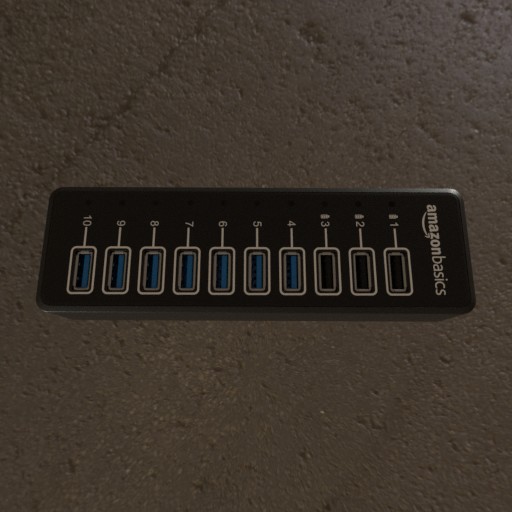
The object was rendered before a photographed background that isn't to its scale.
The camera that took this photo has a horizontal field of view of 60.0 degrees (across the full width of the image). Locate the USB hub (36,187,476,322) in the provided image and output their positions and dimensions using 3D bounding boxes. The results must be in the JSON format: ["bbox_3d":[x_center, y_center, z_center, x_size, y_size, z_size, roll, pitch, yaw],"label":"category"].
[{"bbox_3d":[0.000,0.000,0.160,0.145,0.023,0.044,0,75,0],"label":"USB hub"}]
